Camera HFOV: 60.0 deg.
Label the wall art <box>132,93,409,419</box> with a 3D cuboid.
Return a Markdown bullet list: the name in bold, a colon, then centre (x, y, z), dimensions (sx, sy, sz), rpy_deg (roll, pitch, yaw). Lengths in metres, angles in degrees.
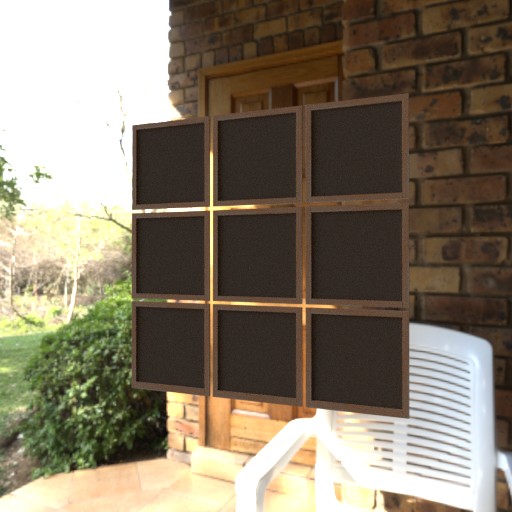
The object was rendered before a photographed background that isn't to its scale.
- **wall art**: centre (0.000, 0.000, 2.327), dimensions (1.520, 1.525, 0.013), rpy_deg (0, 0, 19)
